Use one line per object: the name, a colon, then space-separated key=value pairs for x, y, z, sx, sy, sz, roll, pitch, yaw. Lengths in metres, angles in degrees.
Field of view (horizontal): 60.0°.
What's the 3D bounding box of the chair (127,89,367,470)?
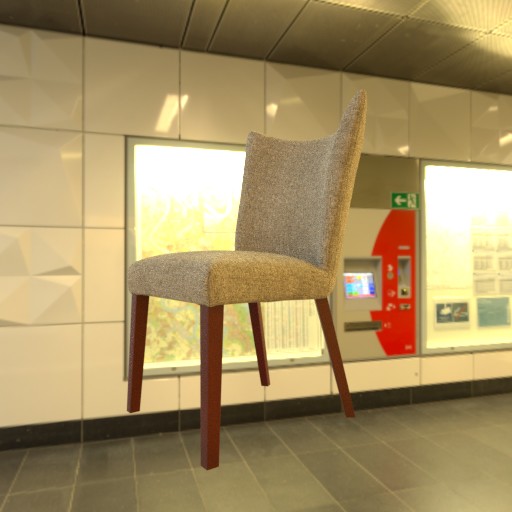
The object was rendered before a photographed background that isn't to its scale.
chair: x=0.000 y=0.000 z=1.323 sx=0.623 sy=0.924 sz=0.535 roll=0 pitch=-1 yaw=-37
